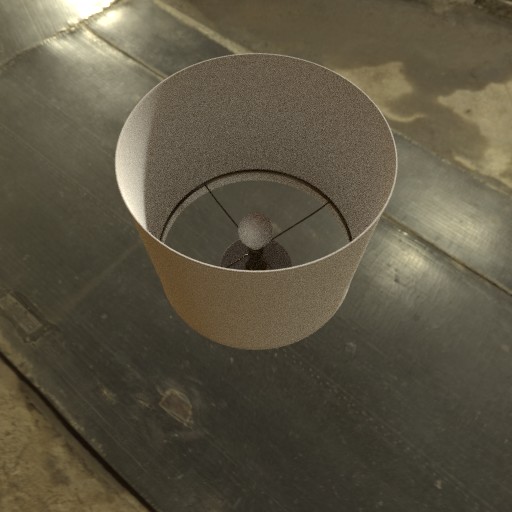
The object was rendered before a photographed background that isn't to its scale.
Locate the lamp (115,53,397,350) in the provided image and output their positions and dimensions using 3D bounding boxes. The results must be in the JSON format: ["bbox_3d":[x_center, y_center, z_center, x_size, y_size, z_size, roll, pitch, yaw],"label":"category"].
[{"bbox_3d":[0.000,0.000,0.530,0.229,0.380,0.229,0,62,0],"label":"lamp"}]
